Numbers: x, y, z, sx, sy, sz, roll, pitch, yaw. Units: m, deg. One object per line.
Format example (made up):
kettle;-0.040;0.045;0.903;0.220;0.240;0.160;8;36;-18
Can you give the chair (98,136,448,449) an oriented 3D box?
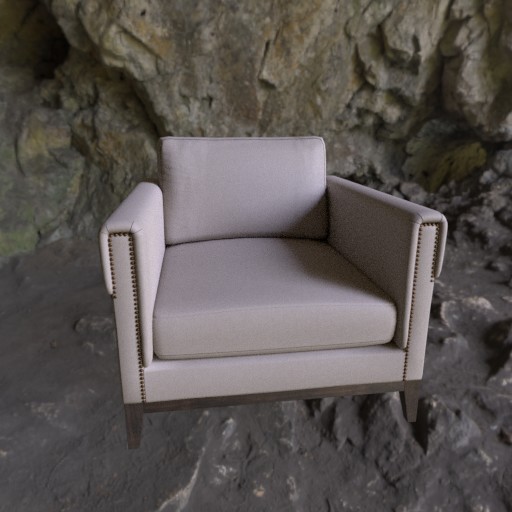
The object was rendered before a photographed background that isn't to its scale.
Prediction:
chair;0.000;0.000;1.633;0.914;0.838;0.959;-2;17;-8
